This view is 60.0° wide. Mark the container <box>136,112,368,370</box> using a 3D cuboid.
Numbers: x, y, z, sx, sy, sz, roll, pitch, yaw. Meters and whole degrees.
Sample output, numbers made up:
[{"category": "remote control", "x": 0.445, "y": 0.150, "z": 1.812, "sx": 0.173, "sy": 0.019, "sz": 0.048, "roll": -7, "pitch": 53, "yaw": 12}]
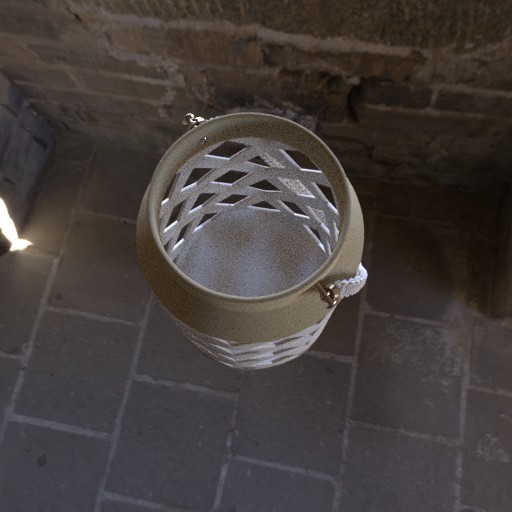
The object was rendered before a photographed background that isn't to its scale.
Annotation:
[{"category": "container", "x": 0.000, "y": 0.000, "z": 0.396, "sx": 0.198, "sy": 0.264, "sz": 0.188, "roll": -35, "pitch": 77, "yaw": -9}]
